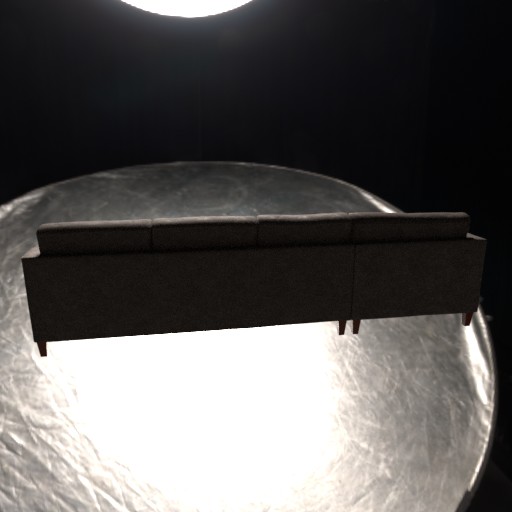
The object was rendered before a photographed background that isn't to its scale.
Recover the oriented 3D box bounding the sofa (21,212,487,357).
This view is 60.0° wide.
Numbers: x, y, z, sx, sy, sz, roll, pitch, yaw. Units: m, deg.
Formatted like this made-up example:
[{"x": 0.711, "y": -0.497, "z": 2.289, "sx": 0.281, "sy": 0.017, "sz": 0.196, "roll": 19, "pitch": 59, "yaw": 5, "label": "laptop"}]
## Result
[{"x": 0.000, "y": 0.000, "z": 4.037, "sx": 3.471, "sy": 0.954, "sz": 1.606, "roll": -2, "pitch": 15, "yaw": -9, "label": "sofa"}]
